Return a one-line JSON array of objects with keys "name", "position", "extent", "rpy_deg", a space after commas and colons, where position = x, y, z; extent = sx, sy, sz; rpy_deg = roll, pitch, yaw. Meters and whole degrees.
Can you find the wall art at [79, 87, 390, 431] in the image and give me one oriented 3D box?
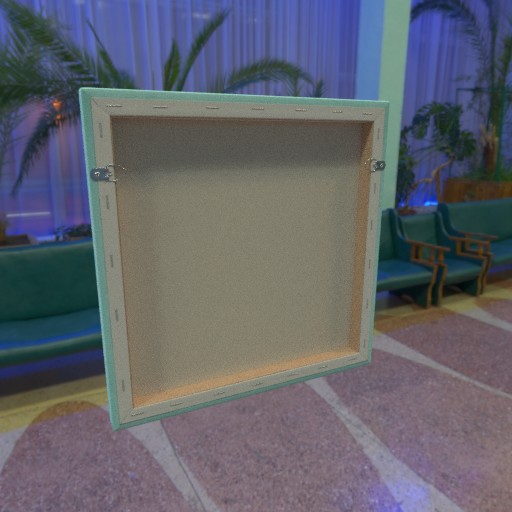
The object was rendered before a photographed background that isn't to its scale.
[{"name": "wall art", "position": [0.000, 0.000, 1.124], "extent": [0.765, 0.766, 0.054], "rpy_deg": [-7, 16, -25]}]
